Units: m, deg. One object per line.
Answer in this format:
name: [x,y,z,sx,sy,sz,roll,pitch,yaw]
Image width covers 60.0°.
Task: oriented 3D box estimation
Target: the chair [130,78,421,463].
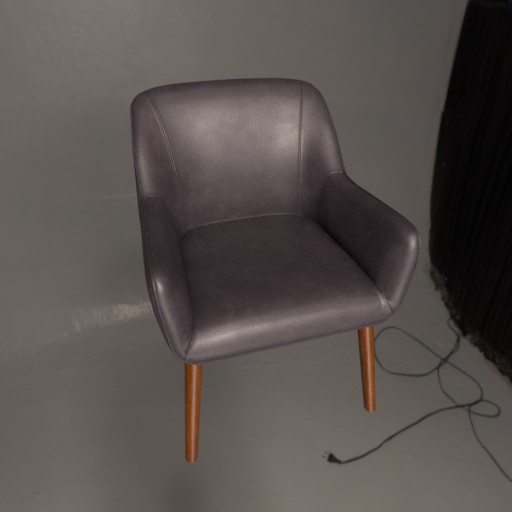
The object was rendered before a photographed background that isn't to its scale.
chair: [0.000,0.000,1.229,0.610,0.828,0.610,-10,34,-15]
